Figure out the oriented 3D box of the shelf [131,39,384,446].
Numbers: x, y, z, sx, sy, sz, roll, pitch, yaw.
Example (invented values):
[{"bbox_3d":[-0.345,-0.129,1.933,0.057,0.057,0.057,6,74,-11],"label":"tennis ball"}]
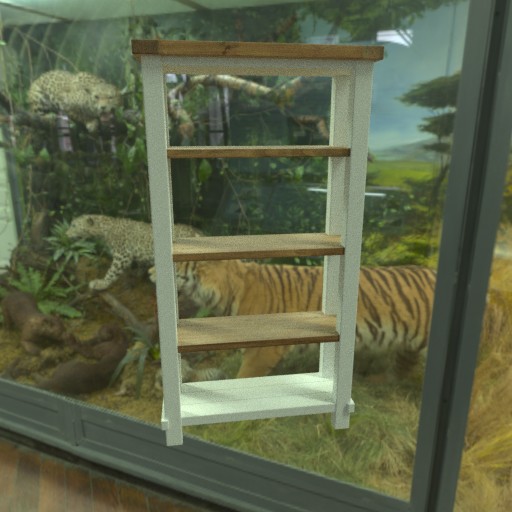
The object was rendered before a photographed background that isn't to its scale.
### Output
[{"bbox_3d":[0.000,0.000,2.206,1.022,1.878,0.381,-2,16,-8],"label":"shelf"}]
